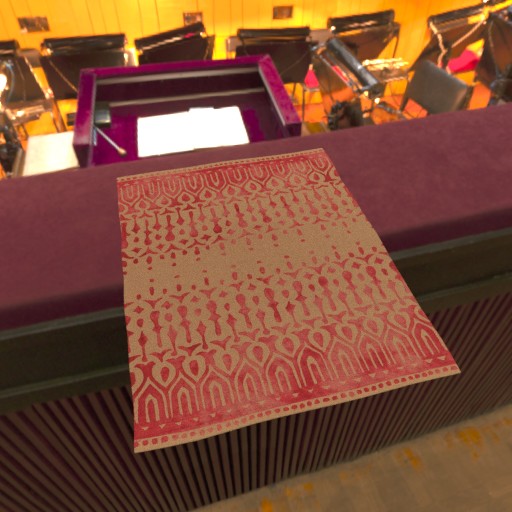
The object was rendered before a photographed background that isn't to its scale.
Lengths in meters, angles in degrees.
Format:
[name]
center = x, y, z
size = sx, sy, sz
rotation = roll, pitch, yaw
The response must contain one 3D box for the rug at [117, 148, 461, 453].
[rug]
center = 0.000, 0.000, 4.135
size = 2.441, 0.016, 3.095
rotation = -10, 48, -9
